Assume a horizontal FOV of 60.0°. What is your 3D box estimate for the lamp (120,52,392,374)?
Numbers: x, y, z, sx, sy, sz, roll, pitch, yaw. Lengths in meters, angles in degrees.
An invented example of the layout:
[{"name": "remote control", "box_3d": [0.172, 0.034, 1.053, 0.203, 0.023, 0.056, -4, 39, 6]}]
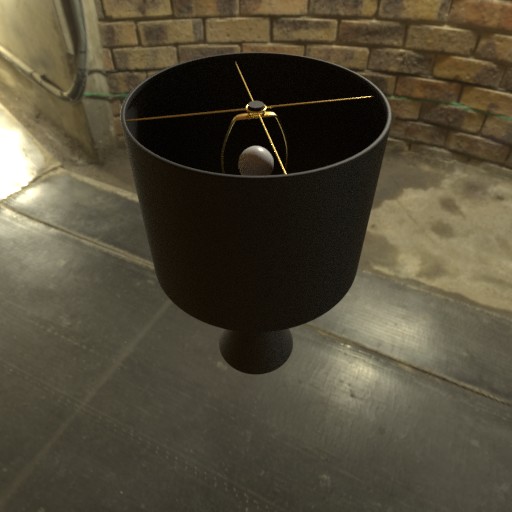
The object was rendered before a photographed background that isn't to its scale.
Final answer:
[{"name": "lamp", "box_3d": [0.000, 0.000, 0.802, 0.359, 0.584, 0.359, -8, 45, -8]}]
